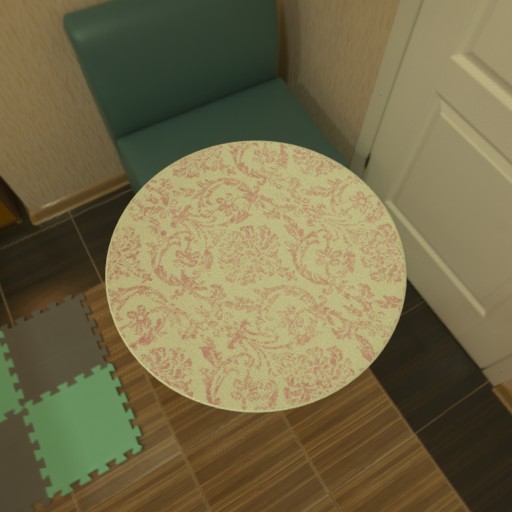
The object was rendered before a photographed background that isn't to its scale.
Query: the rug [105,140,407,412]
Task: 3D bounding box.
[{"bbox_3d":[0.000,0.000,2.371,1.593,0.012,1.593,0,63,0],"label":"rug"}]
